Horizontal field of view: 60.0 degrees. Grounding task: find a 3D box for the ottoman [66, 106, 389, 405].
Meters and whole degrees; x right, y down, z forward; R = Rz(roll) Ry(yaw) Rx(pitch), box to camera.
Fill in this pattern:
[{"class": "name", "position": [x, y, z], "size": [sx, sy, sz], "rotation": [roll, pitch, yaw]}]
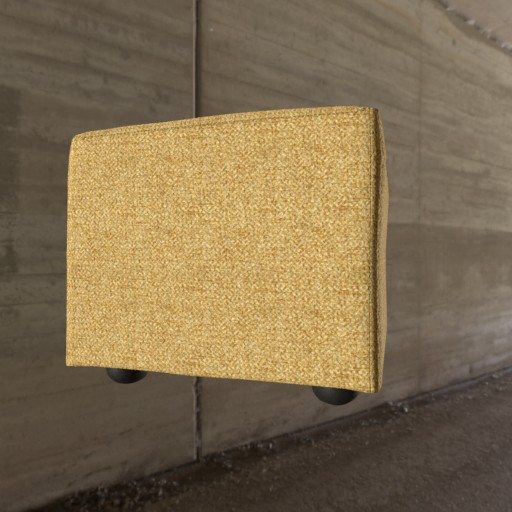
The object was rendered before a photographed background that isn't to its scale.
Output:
[{"class": "ottoman", "position": [0.000, 0.000, 0.885], "size": [0.505, 0.441, 0.512], "rotation": [0, 0, 17]}]
